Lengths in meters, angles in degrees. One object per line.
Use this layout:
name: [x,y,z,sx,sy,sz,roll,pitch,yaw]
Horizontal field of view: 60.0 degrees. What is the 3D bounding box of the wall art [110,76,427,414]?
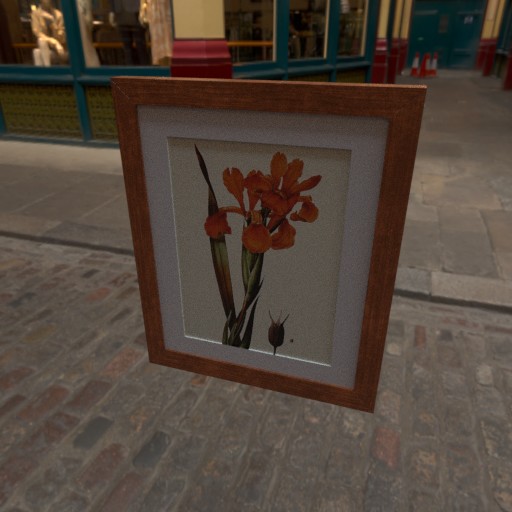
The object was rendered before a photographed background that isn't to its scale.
wall art: [0.000,0.000,0.769,0.467,0.567,0.033,8,28,16]
